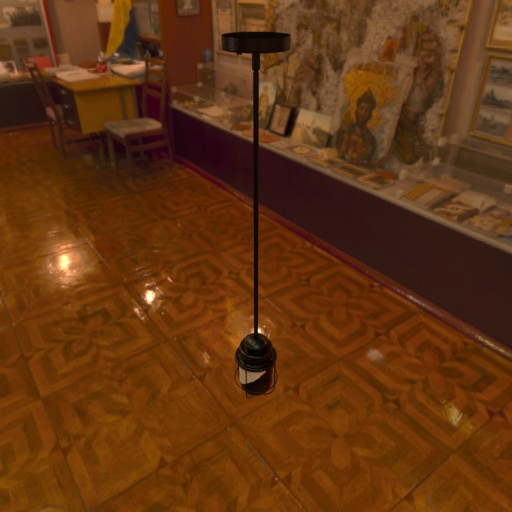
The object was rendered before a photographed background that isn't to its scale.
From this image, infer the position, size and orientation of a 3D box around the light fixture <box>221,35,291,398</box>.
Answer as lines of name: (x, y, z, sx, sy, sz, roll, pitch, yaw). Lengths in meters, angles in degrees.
light fixture: (0.000, 0.000, 1.026, 0.123, 0.920, 0.123, -20, 37, -28)
